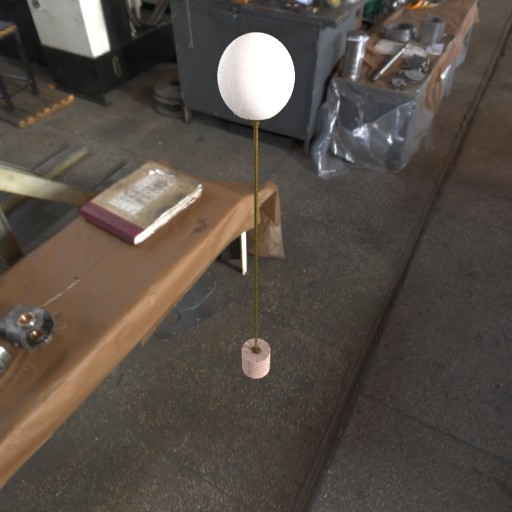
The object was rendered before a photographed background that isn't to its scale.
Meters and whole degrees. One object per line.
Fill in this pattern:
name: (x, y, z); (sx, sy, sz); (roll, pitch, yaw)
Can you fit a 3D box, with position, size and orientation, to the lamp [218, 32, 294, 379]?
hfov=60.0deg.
lamp: (0.000, 0.000, 1.855); (0.229, 1.748, 0.229); (-3, 45, -3)
